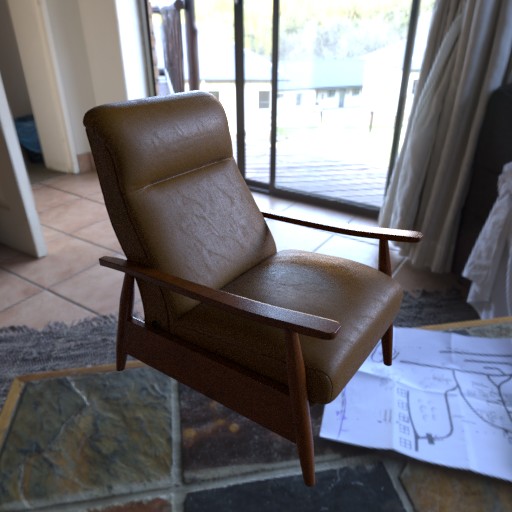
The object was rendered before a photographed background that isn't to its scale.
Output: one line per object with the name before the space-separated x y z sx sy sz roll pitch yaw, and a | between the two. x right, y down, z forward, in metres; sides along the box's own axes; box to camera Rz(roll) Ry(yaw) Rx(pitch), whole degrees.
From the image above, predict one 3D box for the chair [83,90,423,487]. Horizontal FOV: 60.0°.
chair | 0.000 0.000 1.684 1.014 1.082 0.762 18 32 31
